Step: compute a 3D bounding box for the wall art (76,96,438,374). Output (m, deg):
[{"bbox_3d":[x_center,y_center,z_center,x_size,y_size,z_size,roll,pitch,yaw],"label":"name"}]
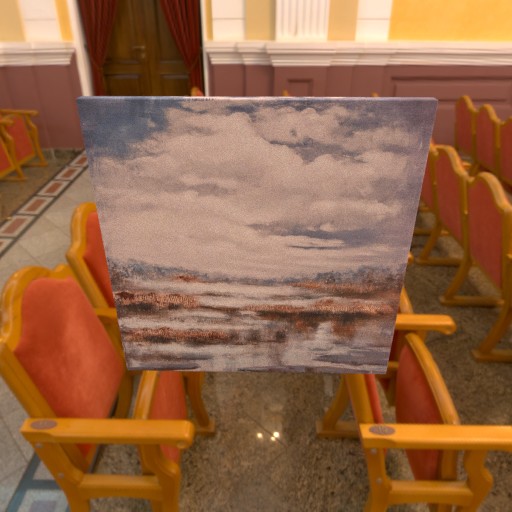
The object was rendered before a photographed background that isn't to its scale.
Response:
[{"bbox_3d":[0.000,0.000,1.497,1.010,1.020,0.040,1,29,1],"label":"wall art"}]
